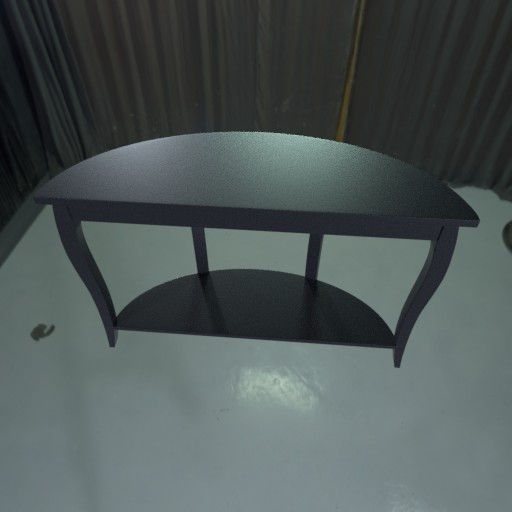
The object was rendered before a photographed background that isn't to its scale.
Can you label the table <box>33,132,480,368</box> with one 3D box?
[{"bbox_3d":[0.000,0.000,1.620,1.219,0.780,0.394,3,46,3],"label":"table"}]
